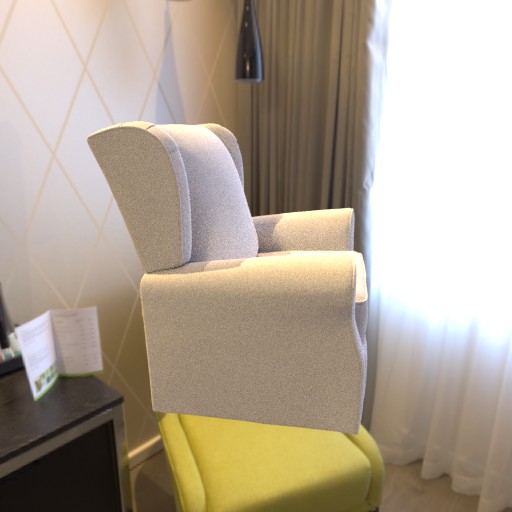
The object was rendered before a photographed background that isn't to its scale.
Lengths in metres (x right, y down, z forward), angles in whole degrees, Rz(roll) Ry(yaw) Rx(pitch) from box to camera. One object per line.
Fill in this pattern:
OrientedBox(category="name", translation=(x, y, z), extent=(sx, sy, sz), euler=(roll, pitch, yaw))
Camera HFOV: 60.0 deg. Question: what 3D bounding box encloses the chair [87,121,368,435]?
OrientedBox(category="chair", translation=(0.000, 0.000, 1.678), extent=(0.854, 0.967, 0.906), euler=(3, 16, 11))
